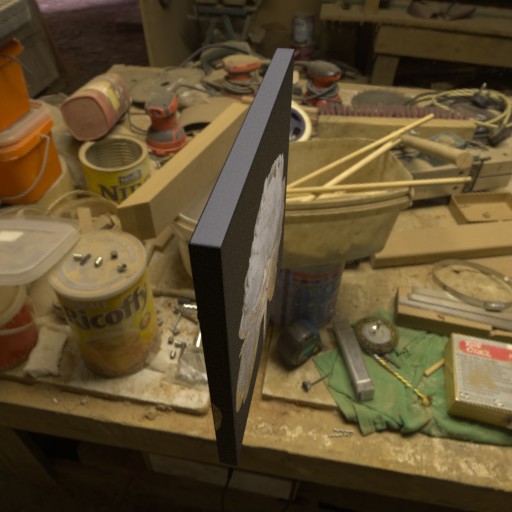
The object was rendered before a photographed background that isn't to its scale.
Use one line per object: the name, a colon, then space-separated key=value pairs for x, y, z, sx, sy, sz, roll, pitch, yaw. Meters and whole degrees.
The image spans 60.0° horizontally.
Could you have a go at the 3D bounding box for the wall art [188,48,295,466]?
wall art: x=0.000 y=0.000 z=0.907 sx=0.043 sy=0.611 sz=0.610 roll=8 pitch=45 yaw=8
